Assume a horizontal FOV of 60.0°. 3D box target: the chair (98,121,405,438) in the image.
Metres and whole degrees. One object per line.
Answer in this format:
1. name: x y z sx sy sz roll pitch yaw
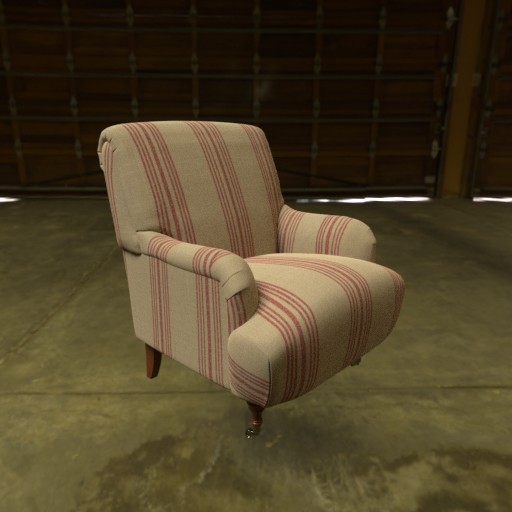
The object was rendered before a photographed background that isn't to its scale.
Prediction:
1. chair: 0.000 0.000 1.914 1.058 1.123 0.933 15 22 42
